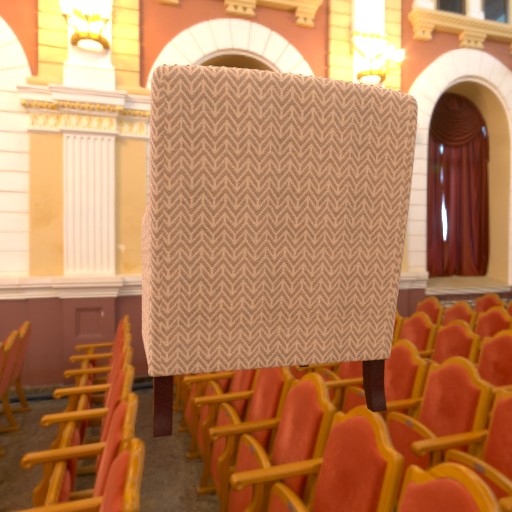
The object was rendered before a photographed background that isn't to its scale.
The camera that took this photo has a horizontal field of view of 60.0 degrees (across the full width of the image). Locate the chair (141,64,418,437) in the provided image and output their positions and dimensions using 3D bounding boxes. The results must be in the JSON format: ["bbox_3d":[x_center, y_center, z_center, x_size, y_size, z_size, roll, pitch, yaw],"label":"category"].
[{"bbox_3d":[0.000,0.000,1.276,0.623,0.816,0.651,0,0,-16],"label":"chair"}]
